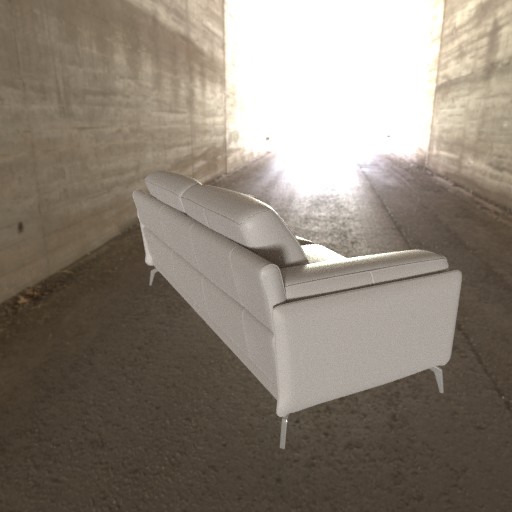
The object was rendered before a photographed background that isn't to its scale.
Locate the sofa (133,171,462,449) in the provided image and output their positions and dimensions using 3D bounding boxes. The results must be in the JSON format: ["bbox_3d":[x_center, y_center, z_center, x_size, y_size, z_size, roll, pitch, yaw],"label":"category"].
[{"bbox_3d":[0.000,0.000,2.610,1.049,0.930,2.101,-8,19,-26],"label":"sofa"}]
